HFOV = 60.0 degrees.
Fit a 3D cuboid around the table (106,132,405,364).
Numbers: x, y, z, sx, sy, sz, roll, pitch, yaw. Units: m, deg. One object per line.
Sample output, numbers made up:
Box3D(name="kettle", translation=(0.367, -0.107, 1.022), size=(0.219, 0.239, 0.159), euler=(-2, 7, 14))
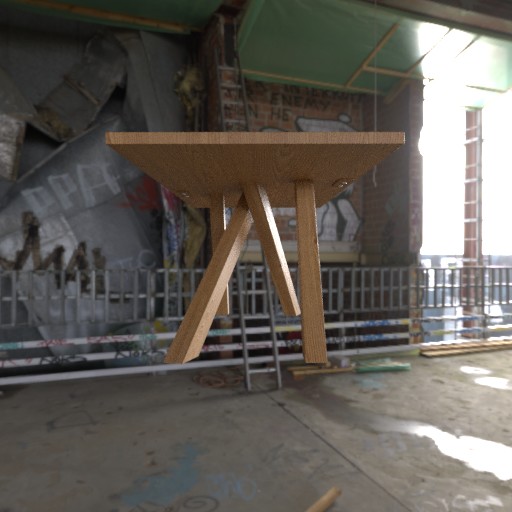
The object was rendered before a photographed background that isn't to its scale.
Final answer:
Box3D(name="table", translation=(0.000, 0.000, 2.232), size=(0.901, 0.750, 1.797), euler=(0, 0, 0))
